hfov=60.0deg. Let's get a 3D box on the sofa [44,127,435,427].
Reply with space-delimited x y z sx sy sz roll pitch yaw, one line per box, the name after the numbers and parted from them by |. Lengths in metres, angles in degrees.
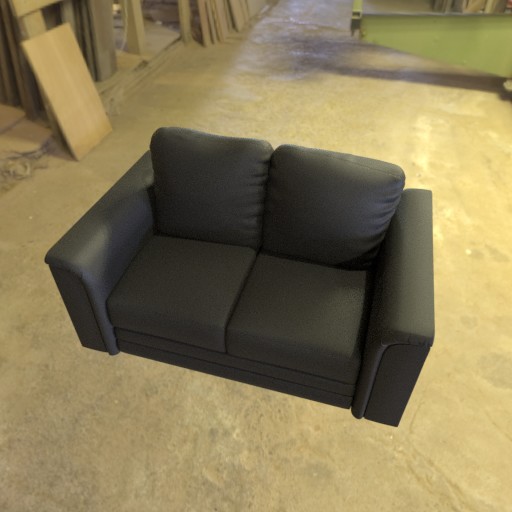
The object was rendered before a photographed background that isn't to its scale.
0.000 0.000 1.928 1.386 0.845 0.887 11 42 12 | sofa
